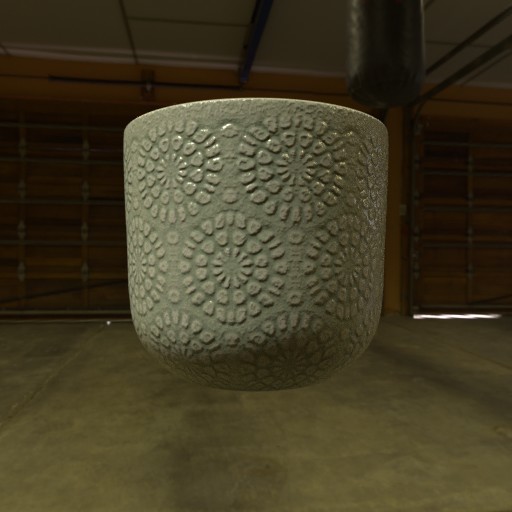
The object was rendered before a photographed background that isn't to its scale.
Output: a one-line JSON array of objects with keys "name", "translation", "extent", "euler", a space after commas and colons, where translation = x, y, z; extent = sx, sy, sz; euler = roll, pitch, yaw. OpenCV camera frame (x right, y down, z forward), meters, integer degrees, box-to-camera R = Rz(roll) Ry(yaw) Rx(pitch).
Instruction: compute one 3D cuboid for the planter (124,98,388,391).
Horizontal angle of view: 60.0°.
[{"name": "planter", "translation": [0.000, 0.000, 0.296], "extent": [0.169, 0.153, 0.169], "euler": [0, 0, 0]}]
